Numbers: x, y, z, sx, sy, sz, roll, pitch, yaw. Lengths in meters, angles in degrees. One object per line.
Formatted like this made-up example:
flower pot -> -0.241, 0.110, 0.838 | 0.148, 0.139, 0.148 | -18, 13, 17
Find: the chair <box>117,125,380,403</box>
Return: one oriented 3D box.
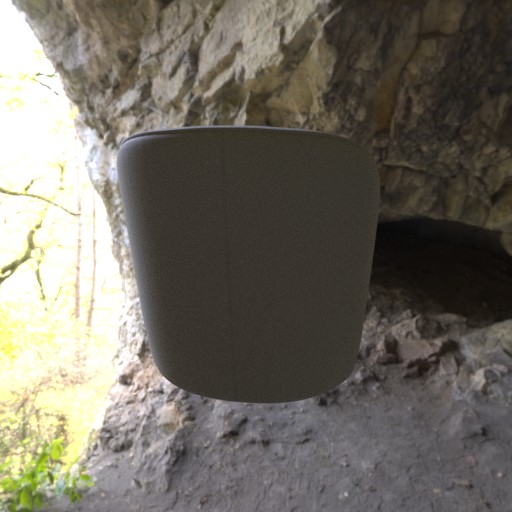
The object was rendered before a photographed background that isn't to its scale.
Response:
chair -> 0.000, 0.000, 1.441 | 0.747, 0.799, 0.875 | 2, 16, 9
